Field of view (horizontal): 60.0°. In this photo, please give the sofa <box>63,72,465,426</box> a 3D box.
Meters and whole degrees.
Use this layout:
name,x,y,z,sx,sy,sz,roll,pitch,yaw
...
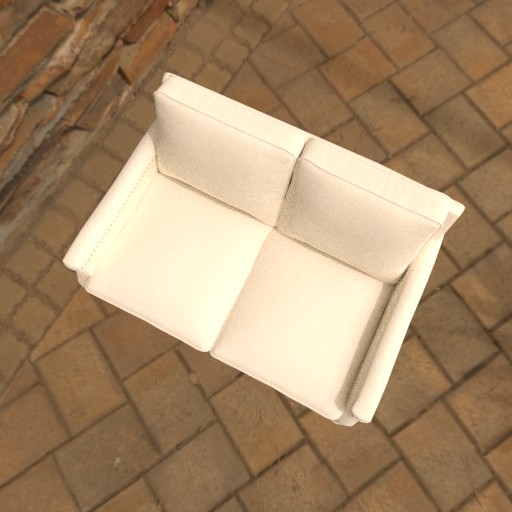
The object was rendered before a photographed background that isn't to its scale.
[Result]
name,x,y,z,sx,sy,sz,roll,pitch,yaw
sofa,0.000,0.000,2.224,1.597,1.003,1.084,26,77,7
